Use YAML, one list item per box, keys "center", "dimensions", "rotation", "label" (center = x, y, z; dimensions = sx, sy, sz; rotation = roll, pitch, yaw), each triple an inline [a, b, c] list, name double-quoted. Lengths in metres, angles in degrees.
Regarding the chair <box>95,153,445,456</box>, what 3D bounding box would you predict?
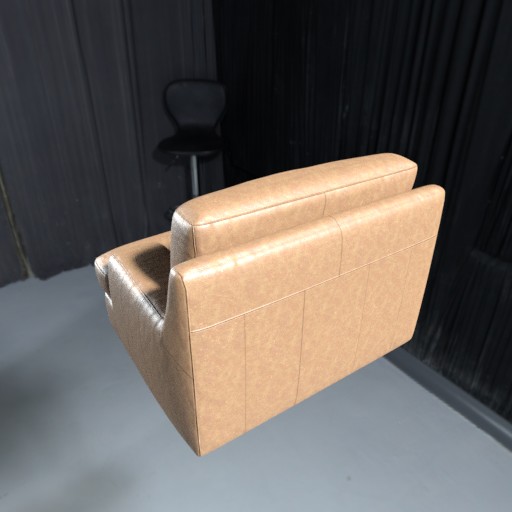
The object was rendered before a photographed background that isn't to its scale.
- center: [0.000, 0.000, 2.043]
  dimensions: [1.276, 0.978, 1.050]
  rotation: [-19, 35, -29]
  label: "chair"
